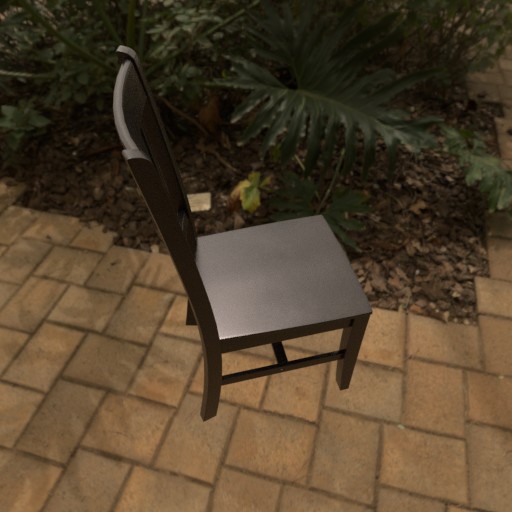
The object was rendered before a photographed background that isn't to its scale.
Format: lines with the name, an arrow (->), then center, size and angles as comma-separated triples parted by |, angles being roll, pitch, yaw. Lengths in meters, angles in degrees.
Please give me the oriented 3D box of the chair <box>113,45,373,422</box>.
chair -> 0.000, 0.000, 1.217 | 0.555, 0.998, 0.450 | -10, 47, -9
